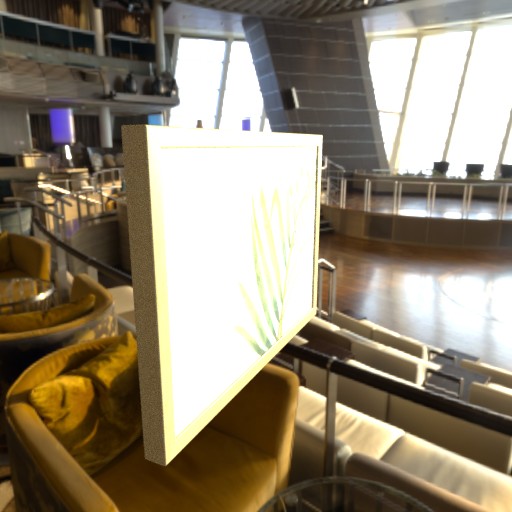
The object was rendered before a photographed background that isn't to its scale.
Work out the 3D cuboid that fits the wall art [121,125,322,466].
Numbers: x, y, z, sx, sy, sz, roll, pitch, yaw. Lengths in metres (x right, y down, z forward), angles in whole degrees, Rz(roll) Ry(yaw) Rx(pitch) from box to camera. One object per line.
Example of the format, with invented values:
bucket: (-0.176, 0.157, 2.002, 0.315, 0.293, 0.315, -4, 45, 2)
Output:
wall art: (0.000, 0.000, 0.706, 0.032, 0.381, 0.533, 7, 16, 26)
